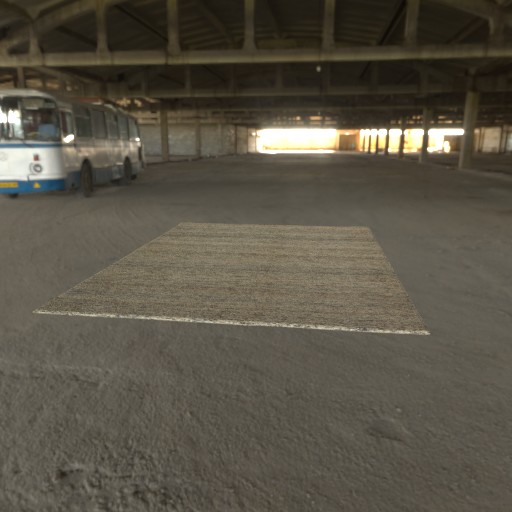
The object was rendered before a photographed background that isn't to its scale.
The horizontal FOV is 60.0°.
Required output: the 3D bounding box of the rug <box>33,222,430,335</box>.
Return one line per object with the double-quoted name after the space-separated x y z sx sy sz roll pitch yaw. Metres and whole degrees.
0.000 0.000 4.179 2.414 0.036 3.199 2 15 8 "rug"
